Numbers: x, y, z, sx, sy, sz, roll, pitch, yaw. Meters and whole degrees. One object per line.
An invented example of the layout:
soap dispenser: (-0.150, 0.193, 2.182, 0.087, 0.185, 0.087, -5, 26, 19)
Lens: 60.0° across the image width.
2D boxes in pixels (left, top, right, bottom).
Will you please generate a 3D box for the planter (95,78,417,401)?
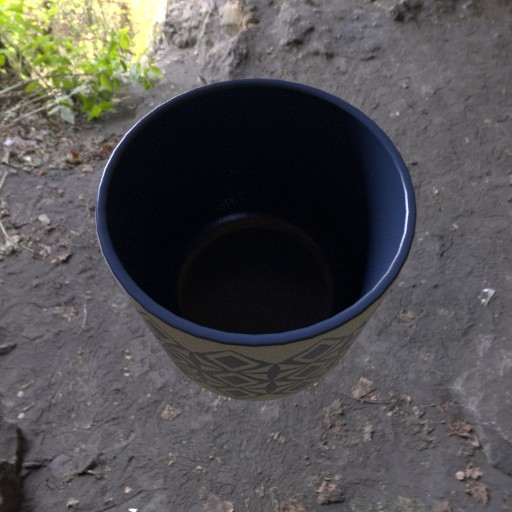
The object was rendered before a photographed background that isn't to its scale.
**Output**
planter: (0.000, 0.000, 0.324, 0.182, 0.165, 0.182, 0, 63, 0)
